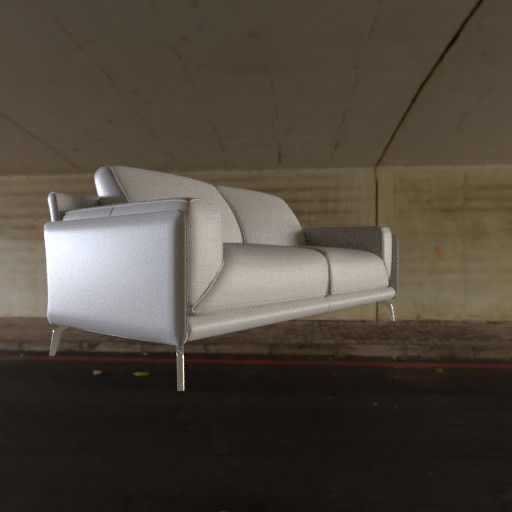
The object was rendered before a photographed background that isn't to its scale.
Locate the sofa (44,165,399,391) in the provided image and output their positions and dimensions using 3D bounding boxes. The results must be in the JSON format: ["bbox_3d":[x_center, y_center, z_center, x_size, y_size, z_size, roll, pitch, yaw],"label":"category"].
[{"bbox_3d":[0.000,0.000,2.557,1.049,0.930,2.101,0,0,37],"label":"sofa"}]
